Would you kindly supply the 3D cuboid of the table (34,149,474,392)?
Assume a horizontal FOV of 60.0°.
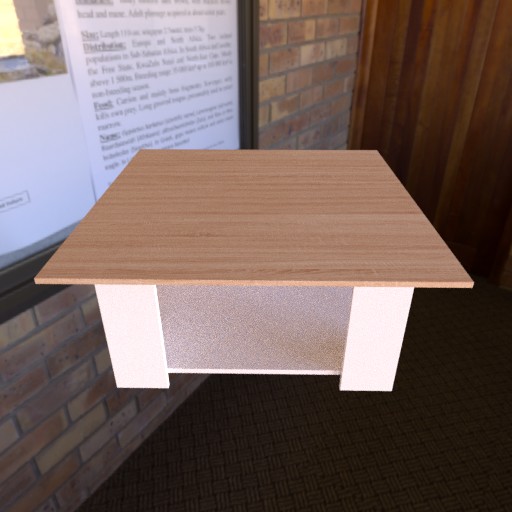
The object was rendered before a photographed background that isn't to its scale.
[{"bbox_3d":[0.000,0.000,1.040,0.670,0.305,0.670,0,30,1],"label":"table"}]
